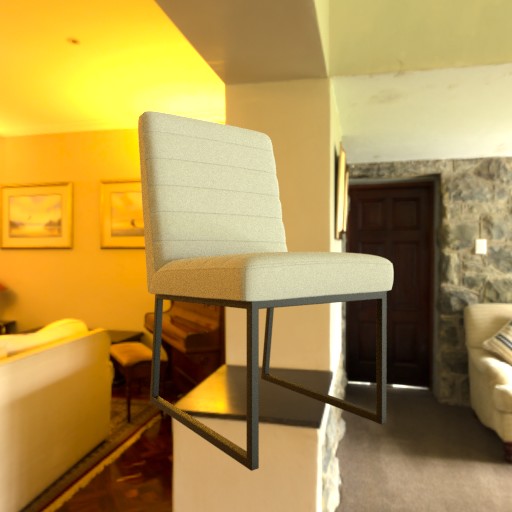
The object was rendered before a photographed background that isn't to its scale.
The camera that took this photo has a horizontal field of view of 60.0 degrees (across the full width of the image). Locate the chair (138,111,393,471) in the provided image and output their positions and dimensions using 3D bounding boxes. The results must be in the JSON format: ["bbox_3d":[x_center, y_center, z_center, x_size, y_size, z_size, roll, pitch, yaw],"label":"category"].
[{"bbox_3d":[0.000,0.000,1.337,0.520,0.930,0.634,0,0,-36],"label":"chair"}]
